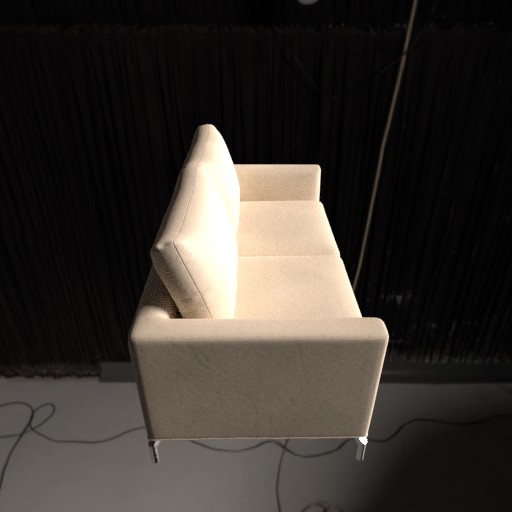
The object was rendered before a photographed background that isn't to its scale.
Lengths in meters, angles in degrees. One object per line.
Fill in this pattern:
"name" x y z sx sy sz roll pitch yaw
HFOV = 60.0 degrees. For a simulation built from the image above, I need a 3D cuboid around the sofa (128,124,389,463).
"sofa" 0.000 0.000 2.322 0.906 0.995 1.739 0 31 -1
